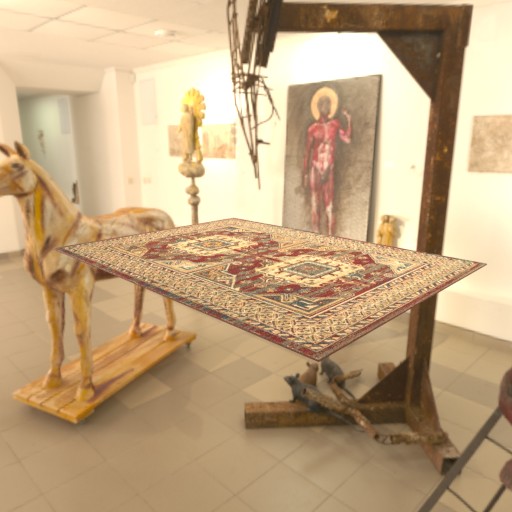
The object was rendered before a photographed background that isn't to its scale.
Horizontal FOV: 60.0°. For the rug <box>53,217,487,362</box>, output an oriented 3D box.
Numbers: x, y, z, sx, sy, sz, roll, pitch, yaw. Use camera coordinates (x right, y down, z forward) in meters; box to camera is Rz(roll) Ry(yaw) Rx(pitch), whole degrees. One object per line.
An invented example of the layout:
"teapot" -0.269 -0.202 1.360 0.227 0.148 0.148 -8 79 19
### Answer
"rug" 0.000 0.000 4.051 3.197 0.013 2.381 14 21 43
